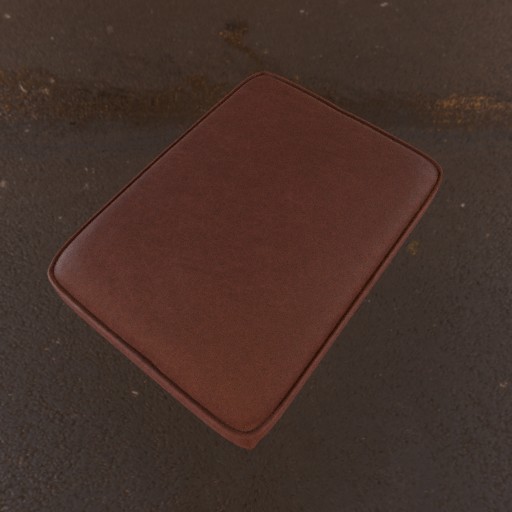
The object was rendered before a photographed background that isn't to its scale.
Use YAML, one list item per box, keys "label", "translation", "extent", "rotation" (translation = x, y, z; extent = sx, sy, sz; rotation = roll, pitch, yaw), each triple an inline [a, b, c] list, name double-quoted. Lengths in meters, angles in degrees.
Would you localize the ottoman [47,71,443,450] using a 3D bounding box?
- label: "ottoman"
  translation: [0.000, 0.000, 1.094]
  extent: [0.548, 0.449, 0.749]
  rotation: [35, 69, 16]
